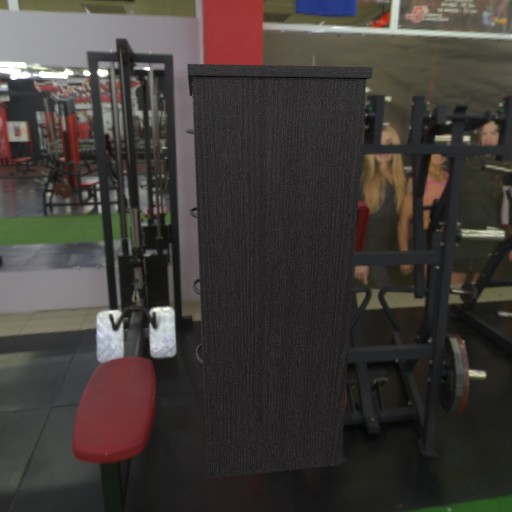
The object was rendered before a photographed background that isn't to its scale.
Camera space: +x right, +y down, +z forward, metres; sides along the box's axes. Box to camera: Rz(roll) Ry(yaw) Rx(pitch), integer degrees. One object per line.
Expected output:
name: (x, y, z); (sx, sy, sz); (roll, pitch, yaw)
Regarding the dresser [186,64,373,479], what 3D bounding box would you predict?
dresser: (0.000, 0.000, 1.384); (0.399, 1.020, 0.704); (-2, 17, -7)
